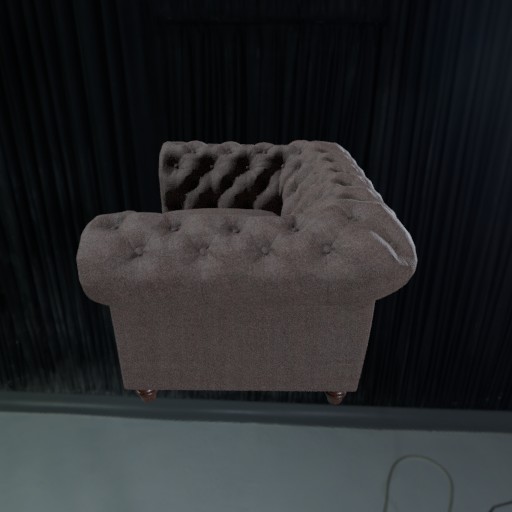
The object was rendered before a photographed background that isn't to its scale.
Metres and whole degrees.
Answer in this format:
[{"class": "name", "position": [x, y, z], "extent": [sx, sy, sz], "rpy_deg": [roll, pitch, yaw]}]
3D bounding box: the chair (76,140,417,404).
[{"class": "chair", "position": [0.000, 0.000, 1.851], "extent": [0.945, 0.780, 1.298], "rpy_deg": [0, 26, 1]}]
